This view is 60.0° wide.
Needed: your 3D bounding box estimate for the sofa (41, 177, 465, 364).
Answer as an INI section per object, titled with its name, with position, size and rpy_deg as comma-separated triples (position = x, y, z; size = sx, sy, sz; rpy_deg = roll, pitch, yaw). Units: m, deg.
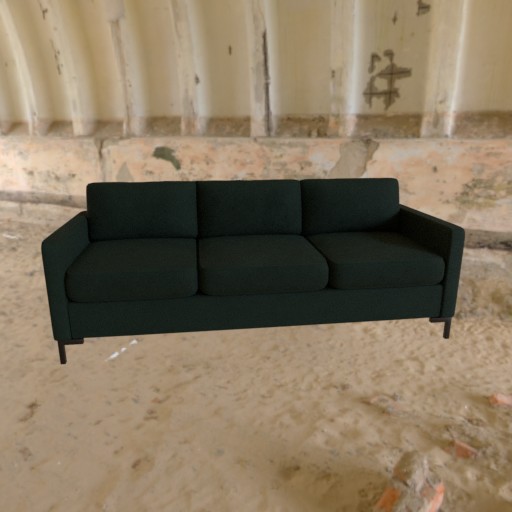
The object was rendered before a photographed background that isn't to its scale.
[sofa]
position = 0.000, 0.000, 2.718
size = 2.218, 0.870, 0.859
rpy_deg = -2, 17, -7
